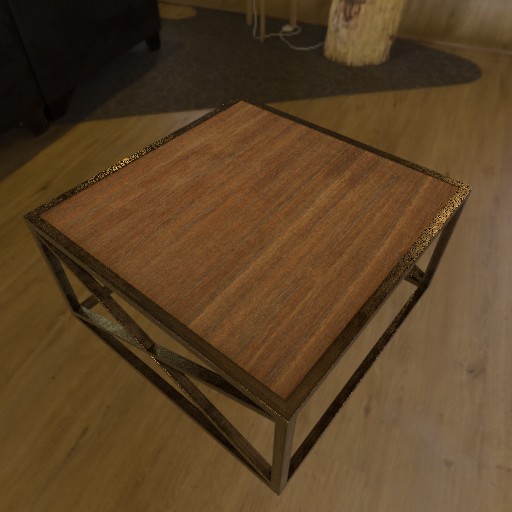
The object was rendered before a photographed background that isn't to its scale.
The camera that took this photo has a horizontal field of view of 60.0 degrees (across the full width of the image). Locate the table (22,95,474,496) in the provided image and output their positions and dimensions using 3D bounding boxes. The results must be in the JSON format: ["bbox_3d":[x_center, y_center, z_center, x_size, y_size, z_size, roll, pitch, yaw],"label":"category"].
[{"bbox_3d":[0.000,0.000,1.411,0.899,0.451,0.909,31,53,26],"label":"table"}]
